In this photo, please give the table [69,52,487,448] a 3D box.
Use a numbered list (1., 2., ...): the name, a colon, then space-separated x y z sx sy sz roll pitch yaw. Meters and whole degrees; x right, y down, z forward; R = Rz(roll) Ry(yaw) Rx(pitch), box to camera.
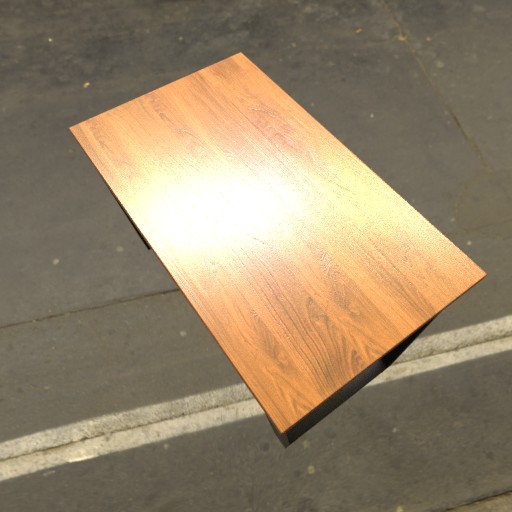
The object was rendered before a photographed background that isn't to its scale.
1. table: 0.000 0.000 1.696 0.714 0.760 1.205 -31 64 -17
